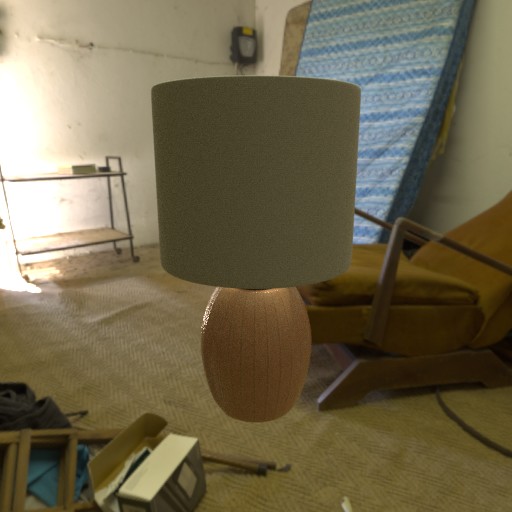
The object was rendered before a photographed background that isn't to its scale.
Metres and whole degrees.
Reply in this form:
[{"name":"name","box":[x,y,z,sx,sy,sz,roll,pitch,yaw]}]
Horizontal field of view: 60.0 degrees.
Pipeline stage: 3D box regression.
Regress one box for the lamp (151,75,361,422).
[{"name":"lamp","box":[0.000,0.000,0.778,0.329,0.570,0.329,0,15,0]}]
